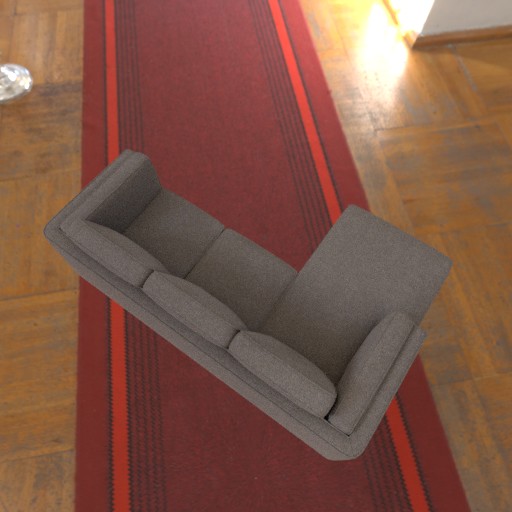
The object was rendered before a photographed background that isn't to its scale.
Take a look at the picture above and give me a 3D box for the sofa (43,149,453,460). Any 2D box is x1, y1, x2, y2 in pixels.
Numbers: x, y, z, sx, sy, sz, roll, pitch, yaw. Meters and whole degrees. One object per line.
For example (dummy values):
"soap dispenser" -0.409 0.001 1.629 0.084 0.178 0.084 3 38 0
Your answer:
"sofa" 0.000 0.000 3.134 2.411 0.929 1.604 32 68 15
